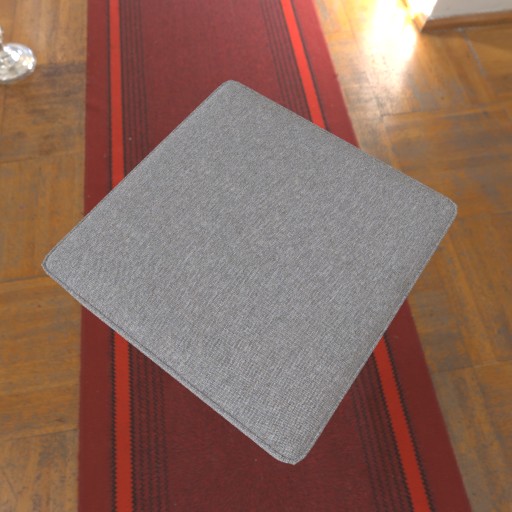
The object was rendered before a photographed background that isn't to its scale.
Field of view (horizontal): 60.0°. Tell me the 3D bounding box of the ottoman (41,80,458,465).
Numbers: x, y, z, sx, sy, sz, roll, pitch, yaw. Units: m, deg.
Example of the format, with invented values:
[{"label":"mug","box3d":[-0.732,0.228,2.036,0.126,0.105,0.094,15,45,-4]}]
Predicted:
[{"label":"ottoman","box3d":[0.000,0.000,1.609,1.005,0.455,1.005,34,70,14]}]
